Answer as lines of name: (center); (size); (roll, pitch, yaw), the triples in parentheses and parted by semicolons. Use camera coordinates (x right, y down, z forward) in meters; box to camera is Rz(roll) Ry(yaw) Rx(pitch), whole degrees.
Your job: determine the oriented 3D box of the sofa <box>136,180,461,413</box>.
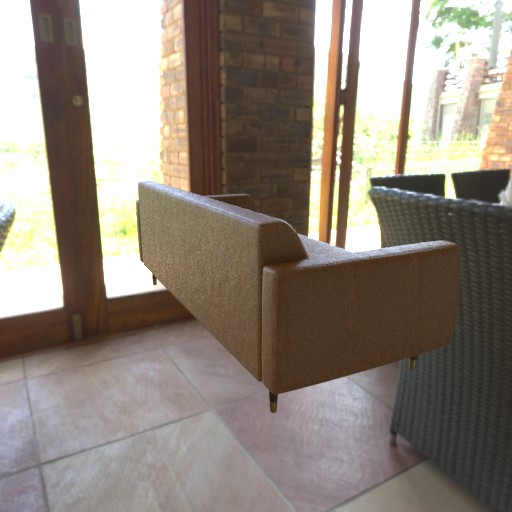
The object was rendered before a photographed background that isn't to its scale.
sofa: (0.000, 0.000, 2.774); (0.990, 0.821, 2.291); (-7, 16, -26)
